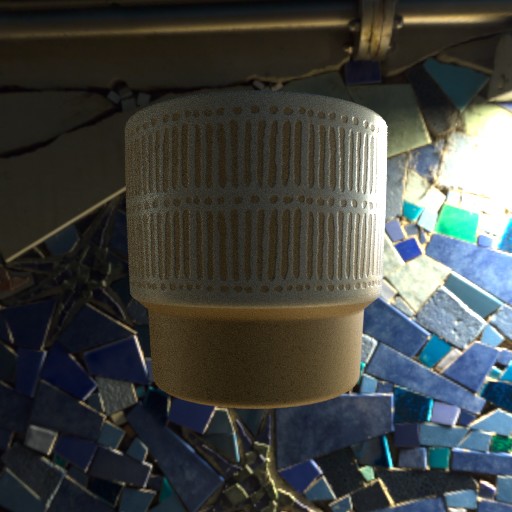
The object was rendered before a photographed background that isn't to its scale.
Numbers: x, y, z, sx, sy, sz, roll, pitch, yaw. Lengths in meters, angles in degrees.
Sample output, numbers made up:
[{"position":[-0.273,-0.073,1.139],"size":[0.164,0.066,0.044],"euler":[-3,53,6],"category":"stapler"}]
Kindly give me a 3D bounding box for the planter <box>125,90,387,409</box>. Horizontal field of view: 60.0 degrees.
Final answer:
[{"position":[0.000,0.000,0.559],"size":[0.317,0.303,0.317],"euler":[0,0,0],"category":"planter"}]
